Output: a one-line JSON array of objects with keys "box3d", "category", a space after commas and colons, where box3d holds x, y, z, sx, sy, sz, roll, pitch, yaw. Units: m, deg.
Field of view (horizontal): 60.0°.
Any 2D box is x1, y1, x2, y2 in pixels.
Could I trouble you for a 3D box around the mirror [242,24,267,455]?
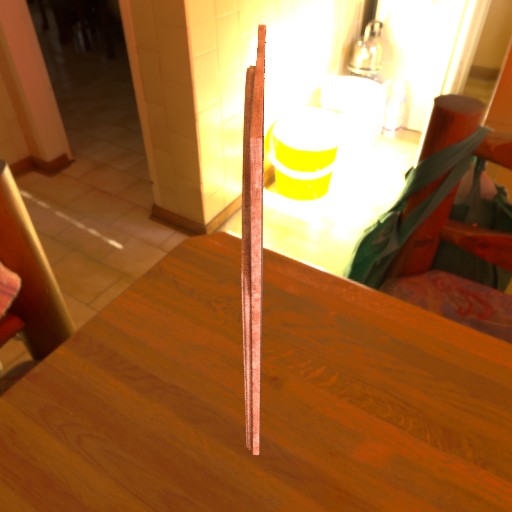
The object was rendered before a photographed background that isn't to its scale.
[{"box3d": [0.000, 0.000, 0.950, 0.058, 0.787, 0.495, 1, 41, 1], "category": "mirror"}]
